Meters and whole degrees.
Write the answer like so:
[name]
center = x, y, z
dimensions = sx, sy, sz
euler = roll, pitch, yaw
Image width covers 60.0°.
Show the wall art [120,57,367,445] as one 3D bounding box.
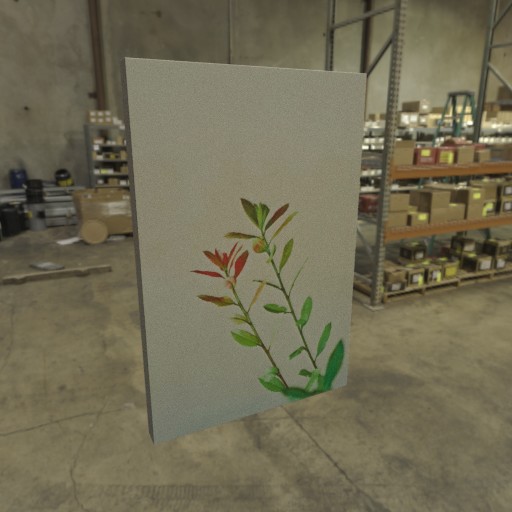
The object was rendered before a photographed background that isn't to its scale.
[wall art]
center = 0.000, 0.000, 0.776
dimensions = 0.408, 0.611, 0.038
euler = -8, 18, -25
